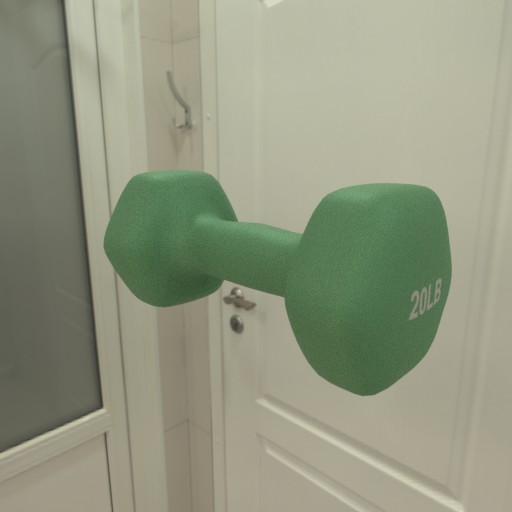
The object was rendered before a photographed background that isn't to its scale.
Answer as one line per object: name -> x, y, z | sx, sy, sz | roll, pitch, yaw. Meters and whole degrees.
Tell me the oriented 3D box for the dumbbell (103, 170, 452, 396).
dumbbell -> 0.000, 0.000, 0.328 | 0.260, 0.117, 0.129 | 14, 19, 43
